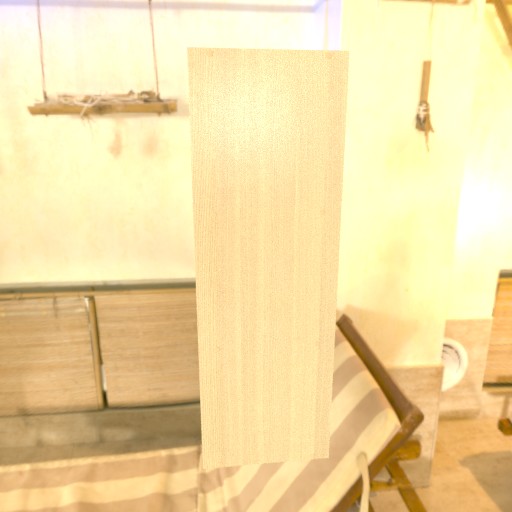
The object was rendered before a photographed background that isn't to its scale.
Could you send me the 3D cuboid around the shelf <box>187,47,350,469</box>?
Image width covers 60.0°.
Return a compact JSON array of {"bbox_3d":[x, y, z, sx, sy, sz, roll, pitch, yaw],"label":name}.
[{"bbox_3d":[0.000,0.000,1.101,0.292,0.876,0.417,-2,16,-7],"label":"shelf"}]
